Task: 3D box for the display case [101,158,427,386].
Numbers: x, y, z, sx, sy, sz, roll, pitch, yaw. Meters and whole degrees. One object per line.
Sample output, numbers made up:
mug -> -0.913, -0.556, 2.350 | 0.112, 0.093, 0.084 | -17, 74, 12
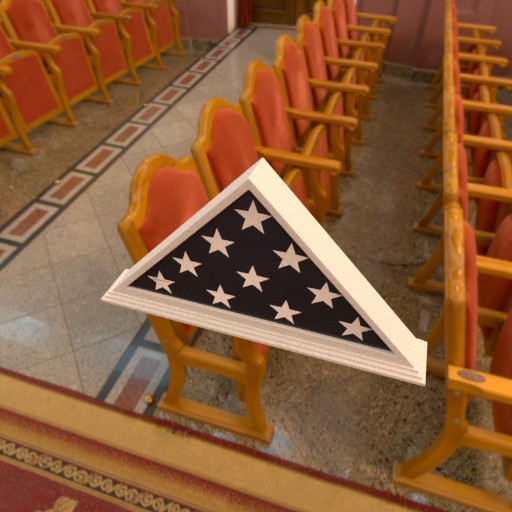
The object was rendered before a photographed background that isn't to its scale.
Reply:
display case -> 0.000, 0.000, 0.760 | 0.640, 0.340, 0.095 | 12, 42, 14
